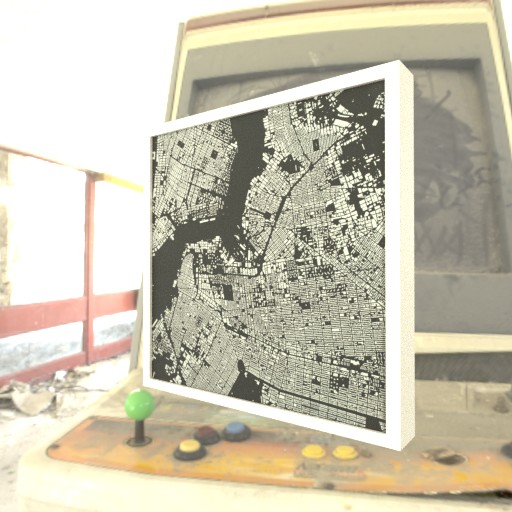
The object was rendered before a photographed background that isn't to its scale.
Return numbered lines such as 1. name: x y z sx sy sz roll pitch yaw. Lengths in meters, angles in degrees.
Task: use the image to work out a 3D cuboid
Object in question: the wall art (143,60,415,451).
1. wall art: 0.000 0.000 0.450 0.305 0.305 0.037 0 -1 36
